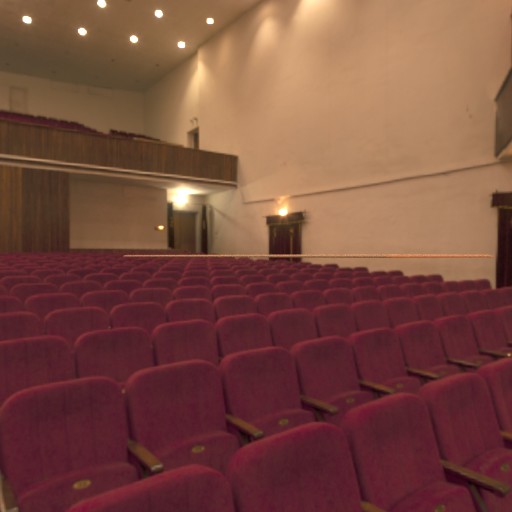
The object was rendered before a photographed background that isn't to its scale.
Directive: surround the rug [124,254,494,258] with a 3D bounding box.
[{"bbox_3d":[0.000,0.000,2.395,0.662,0.011,2.196,0,0,-37],"label":"rug"}]
